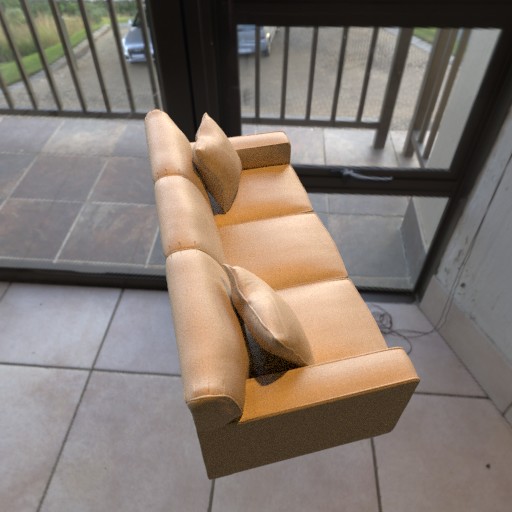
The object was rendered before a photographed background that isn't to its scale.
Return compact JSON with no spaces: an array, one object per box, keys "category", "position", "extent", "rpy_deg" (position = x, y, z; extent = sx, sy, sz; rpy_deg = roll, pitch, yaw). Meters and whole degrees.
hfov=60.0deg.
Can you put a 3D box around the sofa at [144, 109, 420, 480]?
[{"category":"sofa","position":[0.000,0.000,2.550],"extent":[0.997,0.958,2.024],"rpy_deg":[-10,47,-10]}]
